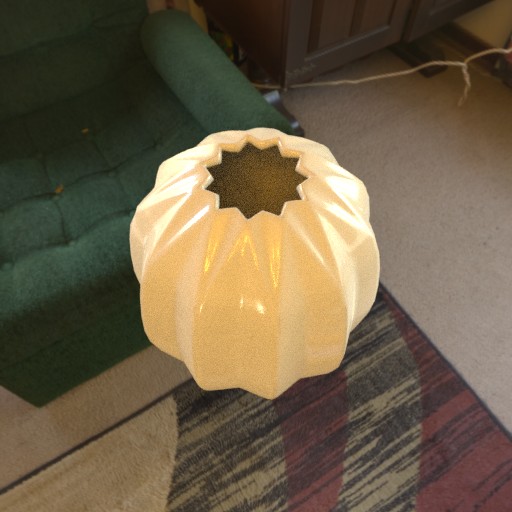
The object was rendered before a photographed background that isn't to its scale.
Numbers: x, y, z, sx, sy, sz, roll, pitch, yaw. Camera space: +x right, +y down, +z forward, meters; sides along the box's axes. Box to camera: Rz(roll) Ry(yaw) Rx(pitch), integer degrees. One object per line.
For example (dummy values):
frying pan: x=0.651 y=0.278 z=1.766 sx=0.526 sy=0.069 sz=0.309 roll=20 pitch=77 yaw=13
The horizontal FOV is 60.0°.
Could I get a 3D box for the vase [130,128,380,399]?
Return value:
vase: x=0.000 y=0.000 z=0.248 sx=0.139 sy=0.134 sz=0.139 roll=0 pitch=57 yaw=0
